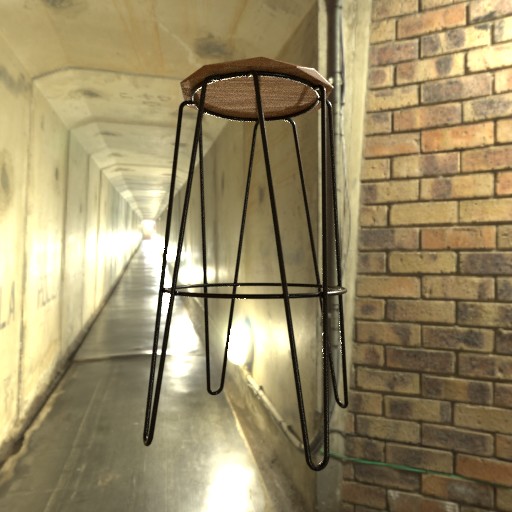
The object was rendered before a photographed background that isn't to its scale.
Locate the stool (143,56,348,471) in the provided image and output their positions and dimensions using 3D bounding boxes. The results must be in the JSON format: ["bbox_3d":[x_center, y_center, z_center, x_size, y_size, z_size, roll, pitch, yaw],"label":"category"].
[{"bbox_3d":[0.000,0.000,0.806,0.326,0.610,0.326,0,0,18],"label":"stool"}]
